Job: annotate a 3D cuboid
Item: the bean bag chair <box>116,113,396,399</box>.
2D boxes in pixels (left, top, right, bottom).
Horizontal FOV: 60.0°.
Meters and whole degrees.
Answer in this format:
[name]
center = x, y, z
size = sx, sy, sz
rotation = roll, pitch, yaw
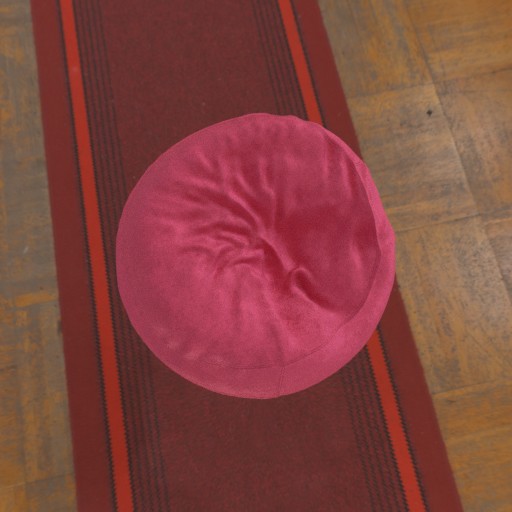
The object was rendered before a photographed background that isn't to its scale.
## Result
[bean bag chair]
center = 0.000, 0.000, 1.968
size = 1.218, 0.788, 1.218
rotation = 0, 75, 0
